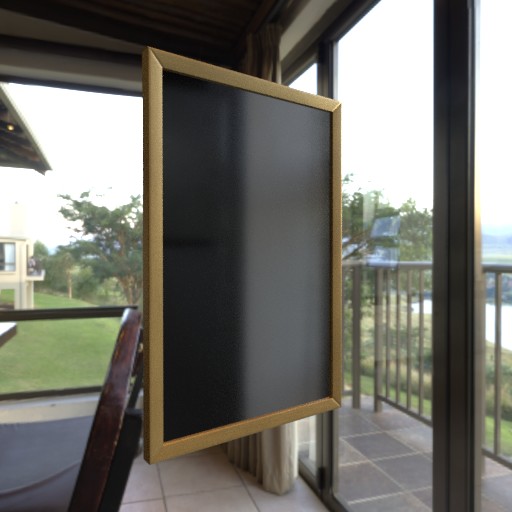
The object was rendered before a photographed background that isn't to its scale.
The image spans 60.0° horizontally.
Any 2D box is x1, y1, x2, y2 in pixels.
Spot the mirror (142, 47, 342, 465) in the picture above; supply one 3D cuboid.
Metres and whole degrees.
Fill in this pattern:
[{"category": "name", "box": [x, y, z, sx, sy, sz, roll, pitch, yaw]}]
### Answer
[{"category": "mirror", "box": [0.000, 0.000, 1.164, 0.609, 0.915, 0.040, -1, 1, -36]}]
